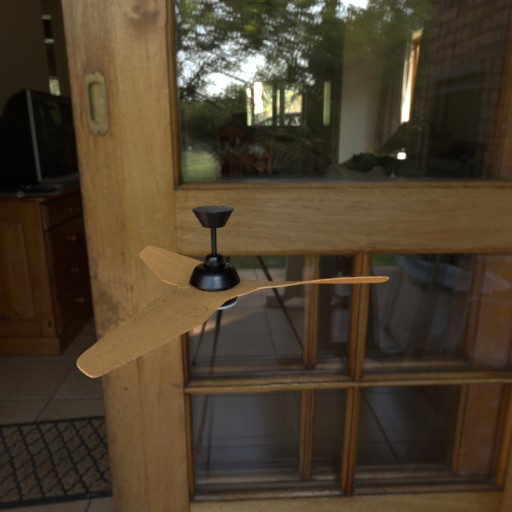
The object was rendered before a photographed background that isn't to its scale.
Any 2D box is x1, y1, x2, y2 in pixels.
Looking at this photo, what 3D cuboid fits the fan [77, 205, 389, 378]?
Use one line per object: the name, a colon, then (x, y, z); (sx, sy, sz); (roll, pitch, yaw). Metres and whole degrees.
fan: (0.000, 0.000, 1.614); (1.010, 0.355, 1.142); (-2, 16, -8)
